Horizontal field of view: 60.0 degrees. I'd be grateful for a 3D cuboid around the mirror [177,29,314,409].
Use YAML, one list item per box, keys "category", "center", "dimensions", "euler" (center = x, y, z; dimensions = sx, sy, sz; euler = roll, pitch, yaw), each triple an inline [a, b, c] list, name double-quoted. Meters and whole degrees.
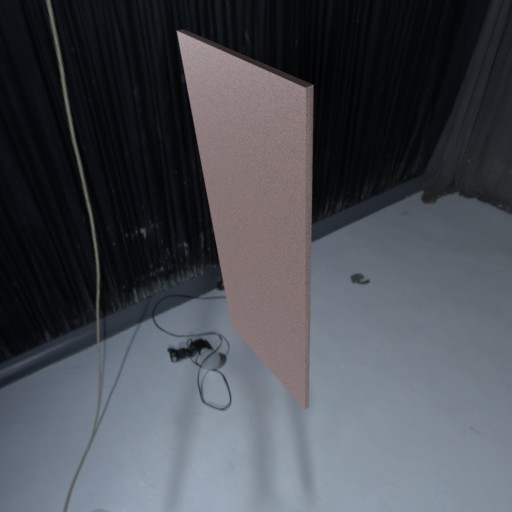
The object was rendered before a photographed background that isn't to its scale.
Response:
- category: "mirror"
  center: [0.000, 0.000, 2.298]
  dimensions: [0.221, 2.020, 0.812]
  euler: [-25, 47, -27]
